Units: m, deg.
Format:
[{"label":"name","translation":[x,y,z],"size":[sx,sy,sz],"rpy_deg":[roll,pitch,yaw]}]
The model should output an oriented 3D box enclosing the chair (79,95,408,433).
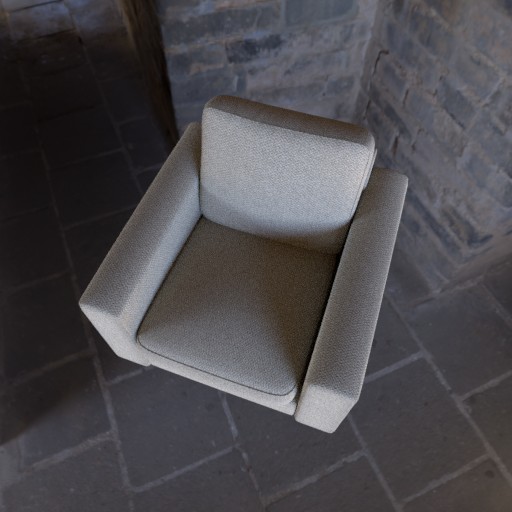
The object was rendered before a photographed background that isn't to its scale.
[{"label":"chair","translation":[0.000,0.000,1.786],"size":[1.005,0.873,1.016],"rpy_deg":[17,60,10]}]
